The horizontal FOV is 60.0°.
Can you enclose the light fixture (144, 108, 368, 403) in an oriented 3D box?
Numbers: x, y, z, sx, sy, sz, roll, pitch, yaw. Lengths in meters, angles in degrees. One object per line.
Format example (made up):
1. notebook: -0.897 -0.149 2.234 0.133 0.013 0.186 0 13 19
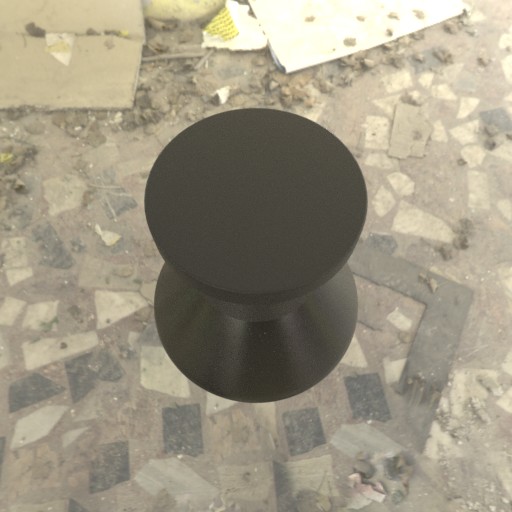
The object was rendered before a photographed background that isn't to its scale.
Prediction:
1. light fixture: 0.000 0.000 0.357 0.200 0.183 0.200 0 63 0
